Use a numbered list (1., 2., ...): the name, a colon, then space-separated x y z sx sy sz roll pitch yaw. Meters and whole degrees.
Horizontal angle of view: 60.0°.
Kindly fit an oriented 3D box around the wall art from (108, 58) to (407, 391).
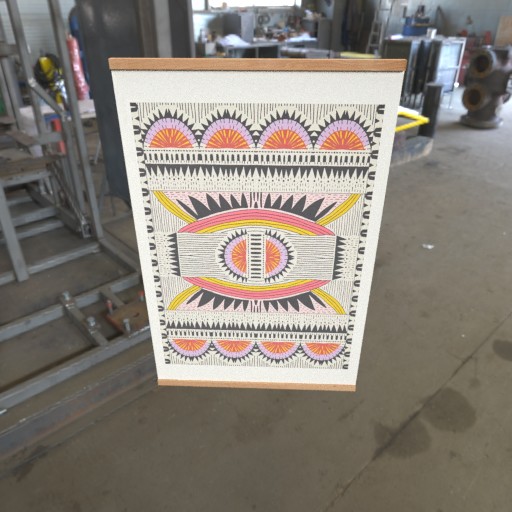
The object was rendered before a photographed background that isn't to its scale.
1. wall art: 0.000 0.000 1.877 0.999 1.533 0.028 1 30 2
